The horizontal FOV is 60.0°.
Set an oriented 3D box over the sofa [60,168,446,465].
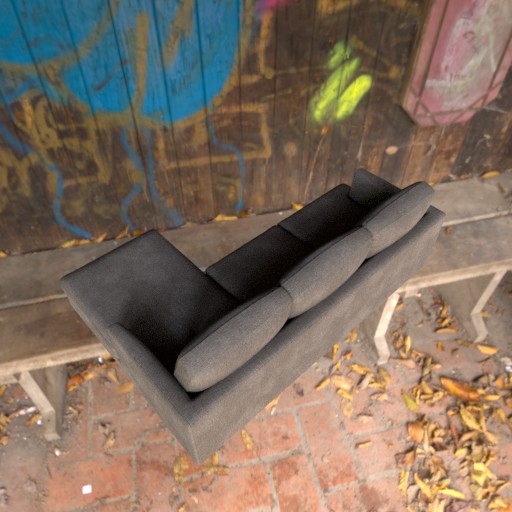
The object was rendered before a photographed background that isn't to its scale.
[{"bbox_3d":[0.000,0.000,3.082,2.233,0.956,1.504,-34,55,-28],"label":"sofa"}]
